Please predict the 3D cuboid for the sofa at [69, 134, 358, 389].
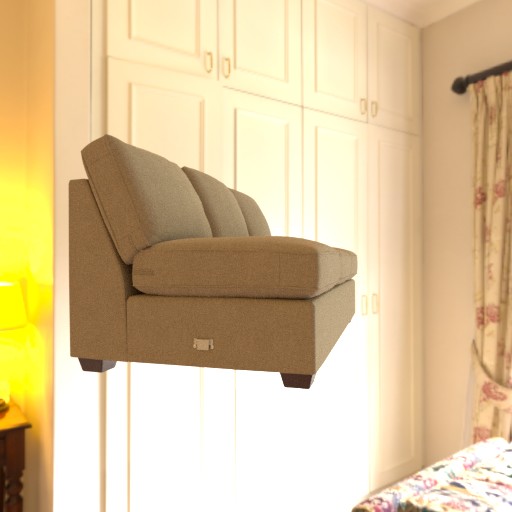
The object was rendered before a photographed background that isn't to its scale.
[{"bbox_3d":[0.000,0.000,2.751,1.127,1.036,2.092,0,-1,17],"label":"sofa"}]
